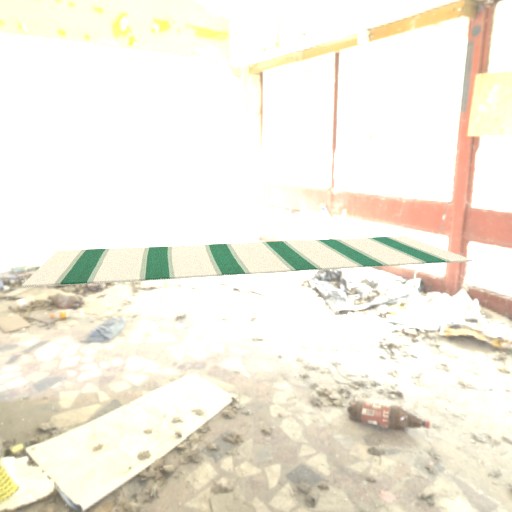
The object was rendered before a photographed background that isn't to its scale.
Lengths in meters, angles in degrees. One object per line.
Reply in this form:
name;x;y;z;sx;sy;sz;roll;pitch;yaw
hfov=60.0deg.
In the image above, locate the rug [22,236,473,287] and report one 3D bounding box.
rug;0.000;0.000;2.710;2.438;0.012;0.768;-3;14;-11
